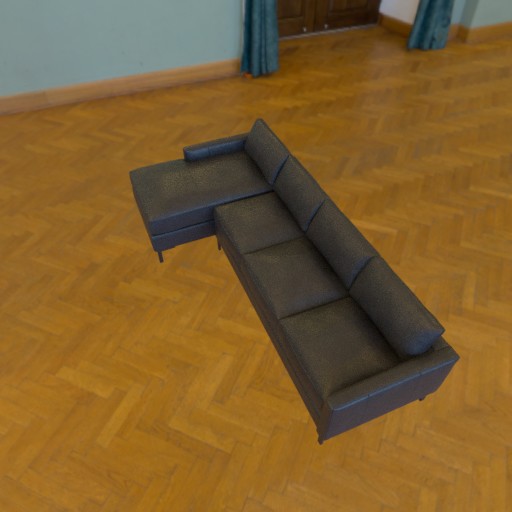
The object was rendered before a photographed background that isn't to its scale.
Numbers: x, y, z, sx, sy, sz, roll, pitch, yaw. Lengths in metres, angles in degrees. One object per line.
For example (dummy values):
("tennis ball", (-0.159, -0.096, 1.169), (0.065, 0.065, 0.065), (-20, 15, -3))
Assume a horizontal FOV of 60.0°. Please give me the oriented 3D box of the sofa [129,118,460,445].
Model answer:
("sofa", (0.000, 0.000, 3.625), (1.471, 0.859, 2.993), (-17, 48, -16))
